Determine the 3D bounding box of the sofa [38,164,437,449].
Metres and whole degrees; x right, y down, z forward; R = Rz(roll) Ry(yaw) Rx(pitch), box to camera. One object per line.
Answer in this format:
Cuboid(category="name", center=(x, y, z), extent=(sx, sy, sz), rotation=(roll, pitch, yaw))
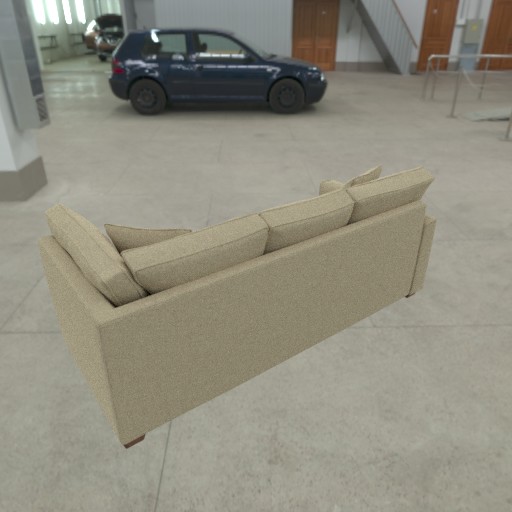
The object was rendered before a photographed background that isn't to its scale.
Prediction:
Cuboid(category="sofa", center=(0.000, 0.000, 2.833), extent=(2.317, 0.962, 1.061), rotation=(-19, 34, -32))
